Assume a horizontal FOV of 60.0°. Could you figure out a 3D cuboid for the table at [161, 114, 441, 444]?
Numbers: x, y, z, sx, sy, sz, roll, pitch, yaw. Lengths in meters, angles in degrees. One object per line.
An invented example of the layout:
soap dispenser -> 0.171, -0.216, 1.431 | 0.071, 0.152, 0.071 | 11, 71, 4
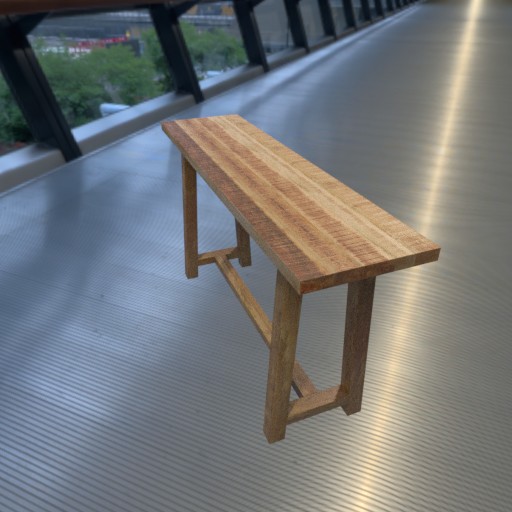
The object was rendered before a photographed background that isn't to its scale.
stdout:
table -> 0.000, 0.000, 1.886 | 0.405, 0.810, 1.524 | -12, 33, -19
